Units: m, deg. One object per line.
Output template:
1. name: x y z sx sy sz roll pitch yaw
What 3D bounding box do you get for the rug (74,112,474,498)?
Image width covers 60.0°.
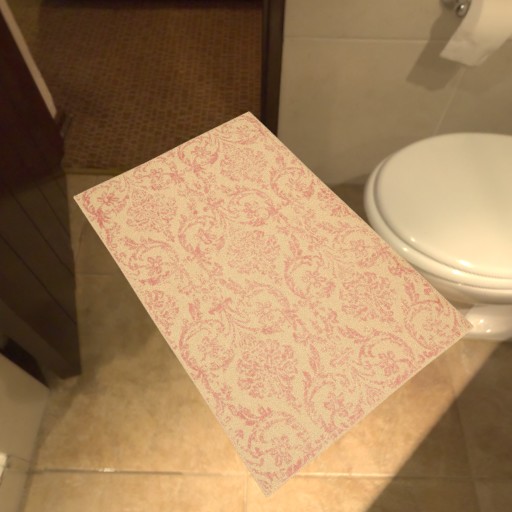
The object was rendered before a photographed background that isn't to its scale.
1. rug: 0.000 0.000 3.425 1.819 0.018 2.746 -31 63 -18
